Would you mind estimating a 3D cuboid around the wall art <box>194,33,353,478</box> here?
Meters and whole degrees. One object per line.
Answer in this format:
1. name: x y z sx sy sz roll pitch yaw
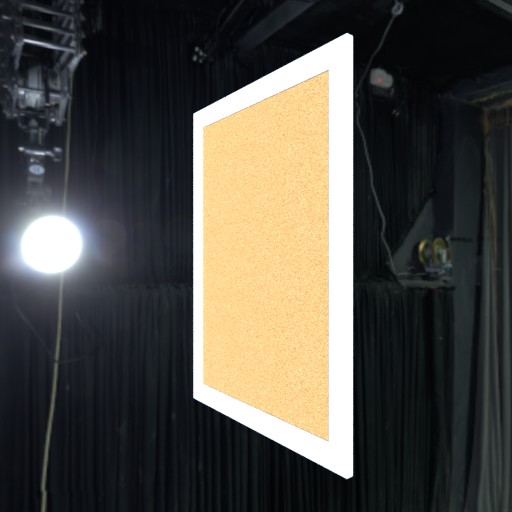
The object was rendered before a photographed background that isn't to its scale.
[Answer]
1. wall art: 0.000 0.000 0.678 0.012 0.529 0.374 0 0 -37
